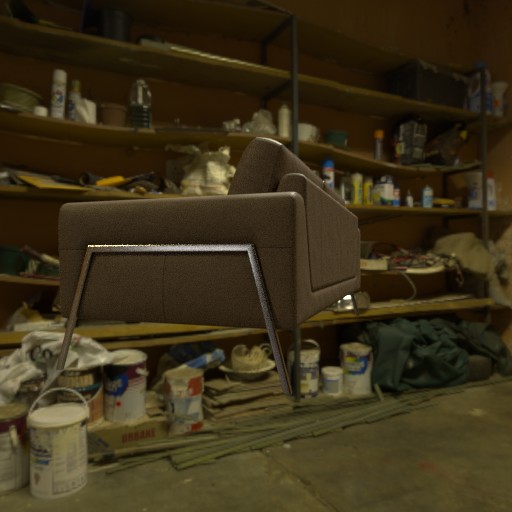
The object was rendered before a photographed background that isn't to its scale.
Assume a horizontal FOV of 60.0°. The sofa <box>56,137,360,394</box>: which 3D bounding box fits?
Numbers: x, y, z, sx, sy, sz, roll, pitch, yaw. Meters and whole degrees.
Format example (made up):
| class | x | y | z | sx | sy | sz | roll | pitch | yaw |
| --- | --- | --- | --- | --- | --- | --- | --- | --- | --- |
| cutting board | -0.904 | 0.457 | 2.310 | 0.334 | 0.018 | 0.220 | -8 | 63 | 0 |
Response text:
| class | x | y | z | sx | sy | sz | roll | pitch | yaw |
| --- | --- | --- | --- | --- | --- | --- | --- | --- | --- |
| sofa | 0.000 | 0.000 | 2.492 | 0.953 | 0.875 | 2.017 | 0 | 0 | 19 |
